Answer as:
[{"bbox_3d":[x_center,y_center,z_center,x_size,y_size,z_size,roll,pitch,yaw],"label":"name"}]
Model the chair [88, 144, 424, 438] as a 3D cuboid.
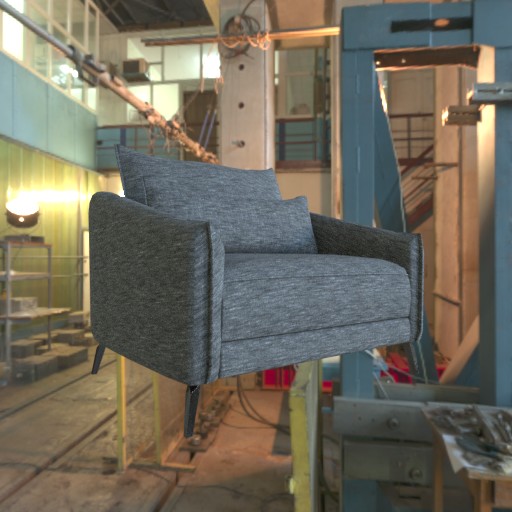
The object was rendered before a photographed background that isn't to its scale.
[{"bbox_3d":[0.000,0.000,1.595,1.004,0.842,0.805,0,0,-37],"label":"chair"}]
